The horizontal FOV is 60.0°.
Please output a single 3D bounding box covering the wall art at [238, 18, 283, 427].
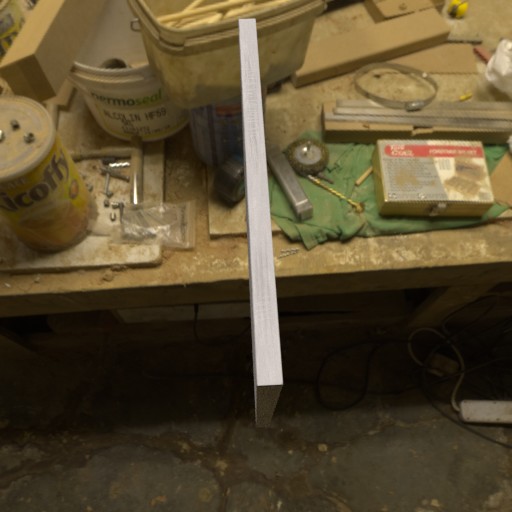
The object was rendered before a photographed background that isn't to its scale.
[{"bbox_3d":[0.000,0.000,0.448,0.015,0.303,0.303,-3,65,-1],"label":"wall art"}]
